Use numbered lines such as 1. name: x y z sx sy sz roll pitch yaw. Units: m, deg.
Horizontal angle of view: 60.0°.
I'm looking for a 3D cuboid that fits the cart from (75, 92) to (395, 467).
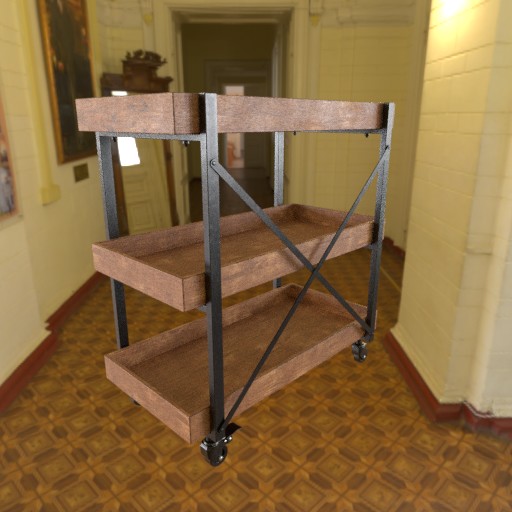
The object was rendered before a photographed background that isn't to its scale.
1. cart: 0.000 0.000 1.214 0.411 0.800 0.750 16 23 42
